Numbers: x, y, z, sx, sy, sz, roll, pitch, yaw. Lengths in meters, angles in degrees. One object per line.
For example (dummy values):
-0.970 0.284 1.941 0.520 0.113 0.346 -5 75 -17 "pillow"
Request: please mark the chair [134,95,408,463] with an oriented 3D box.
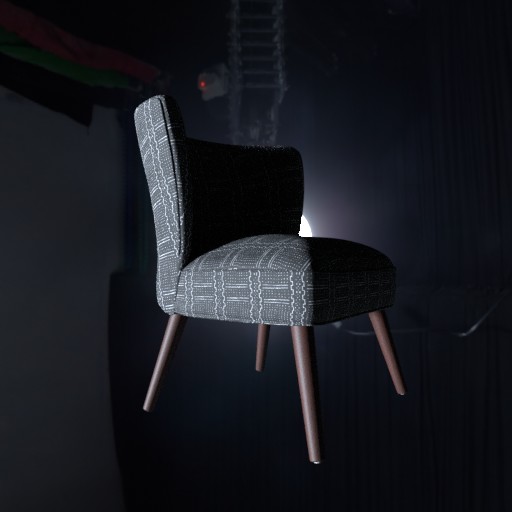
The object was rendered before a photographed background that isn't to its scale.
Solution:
0.000 0.000 1.372 0.758 0.866 0.710 0 -1 35 "chair"
